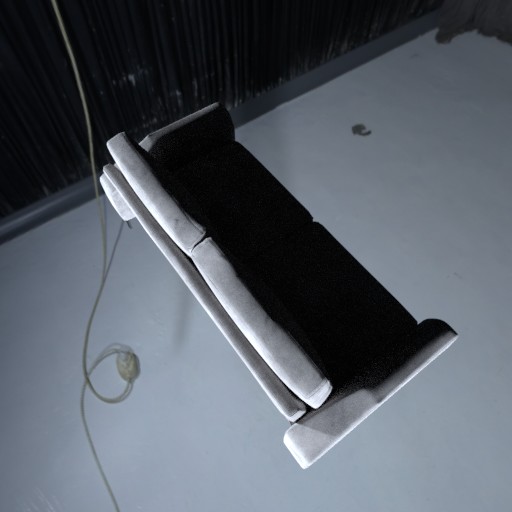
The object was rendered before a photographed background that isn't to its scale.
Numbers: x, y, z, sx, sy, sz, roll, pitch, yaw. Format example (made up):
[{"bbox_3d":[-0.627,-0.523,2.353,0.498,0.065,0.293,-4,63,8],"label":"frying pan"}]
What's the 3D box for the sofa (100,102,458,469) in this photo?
[{"bbox_3d":[0.000,0.000,2.282,0.849,0.859,1.837,-33,65,-18],"label":"sofa"}]
